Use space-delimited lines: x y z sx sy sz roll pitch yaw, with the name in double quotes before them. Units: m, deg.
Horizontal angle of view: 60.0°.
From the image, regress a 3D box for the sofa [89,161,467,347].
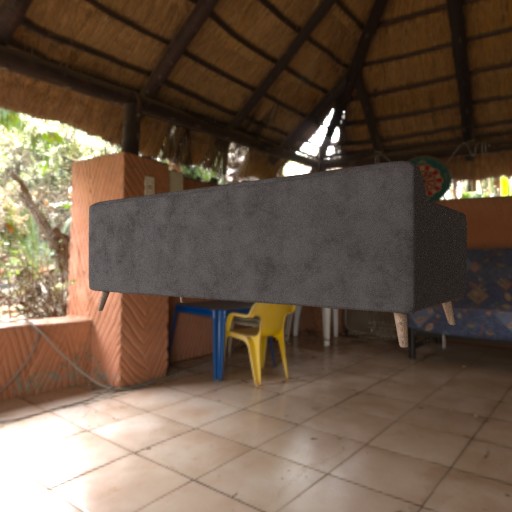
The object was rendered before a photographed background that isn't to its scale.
"sofa" 0.000 0.000 2.693 2.190 0.740 0.900 0 -1 37
